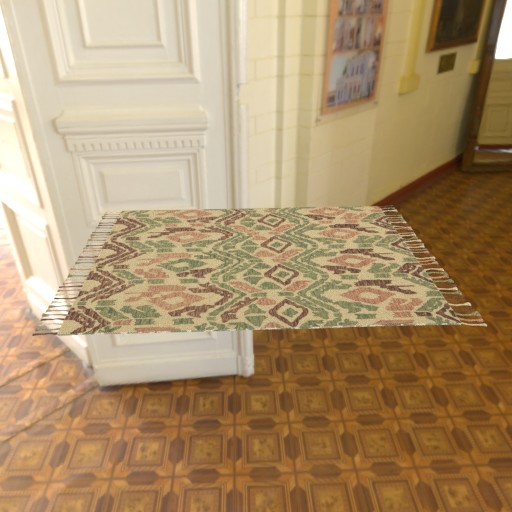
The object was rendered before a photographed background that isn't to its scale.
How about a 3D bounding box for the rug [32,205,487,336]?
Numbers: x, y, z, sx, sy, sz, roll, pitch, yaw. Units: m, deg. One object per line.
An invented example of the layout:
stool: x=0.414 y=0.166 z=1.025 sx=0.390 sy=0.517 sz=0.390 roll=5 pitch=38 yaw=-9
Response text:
rug: x=0.000 y=0.000 z=2.277 sx=1.829 sy=0.010 sz=1.219 roll=-1 pitch=30 yaw=-2
